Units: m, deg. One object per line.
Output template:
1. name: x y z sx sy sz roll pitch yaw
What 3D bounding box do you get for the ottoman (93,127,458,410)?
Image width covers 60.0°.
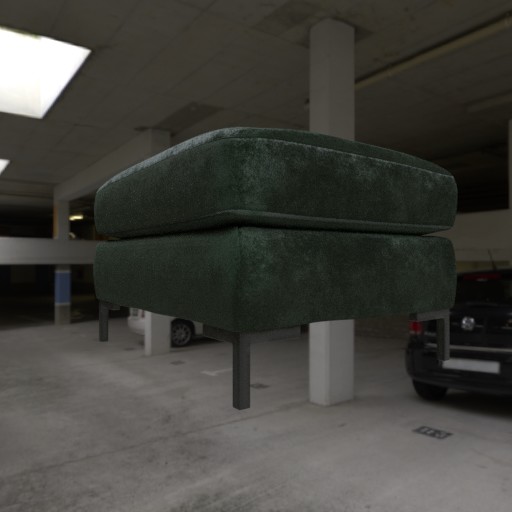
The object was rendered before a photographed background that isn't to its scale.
1. ottoman: 0.000 0.000 1.276 0.701 0.538 0.839 0 -1 -36
